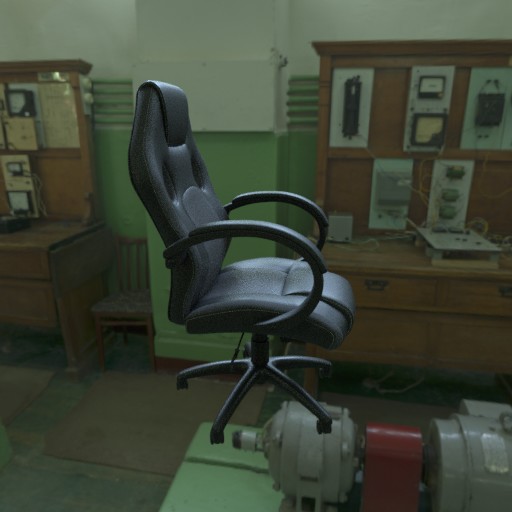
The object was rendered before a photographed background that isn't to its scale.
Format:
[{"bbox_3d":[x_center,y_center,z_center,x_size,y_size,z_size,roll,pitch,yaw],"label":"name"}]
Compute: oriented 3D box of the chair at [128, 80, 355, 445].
[{"bbox_3d":[0.000,0.000,1.614,0.724,1.187,0.673,3,17,9],"label":"chair"}]
